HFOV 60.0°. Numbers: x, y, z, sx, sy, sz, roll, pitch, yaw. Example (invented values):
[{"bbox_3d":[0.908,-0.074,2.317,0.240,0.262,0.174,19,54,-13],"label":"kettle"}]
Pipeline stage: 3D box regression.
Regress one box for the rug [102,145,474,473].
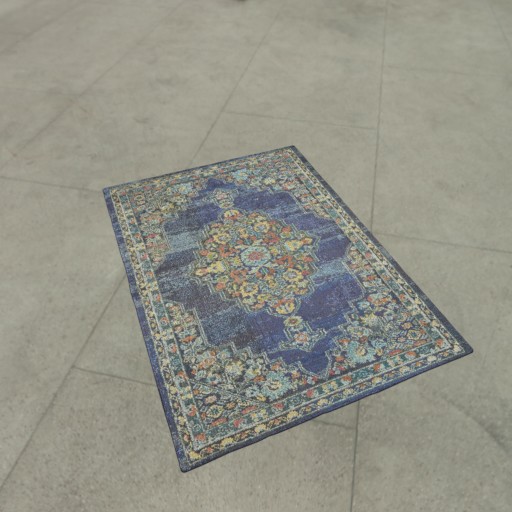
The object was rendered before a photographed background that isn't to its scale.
[{"bbox_3d":[0.000,0.000,2.880,1.630,0.009,2.232,-16,48,-16],"label":"rug"}]
